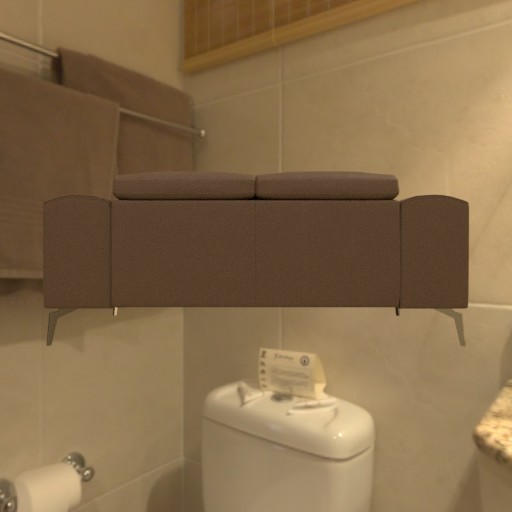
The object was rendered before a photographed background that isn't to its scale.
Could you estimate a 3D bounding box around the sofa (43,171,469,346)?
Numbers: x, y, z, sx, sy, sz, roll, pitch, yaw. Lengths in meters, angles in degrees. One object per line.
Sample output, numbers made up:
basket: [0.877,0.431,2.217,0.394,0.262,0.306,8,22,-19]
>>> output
sofa: [0.000,0.000,2.421,1.895,0.779,1.003,0,1,0]
